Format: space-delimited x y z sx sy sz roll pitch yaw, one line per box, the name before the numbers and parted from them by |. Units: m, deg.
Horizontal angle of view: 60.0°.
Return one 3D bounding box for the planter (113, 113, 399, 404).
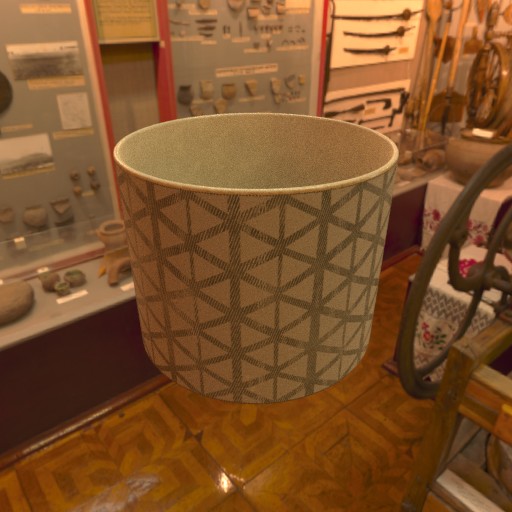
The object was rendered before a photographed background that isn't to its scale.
planter | 0.000 0.000 0.350 0.190 0.181 0.190 0 29 0
